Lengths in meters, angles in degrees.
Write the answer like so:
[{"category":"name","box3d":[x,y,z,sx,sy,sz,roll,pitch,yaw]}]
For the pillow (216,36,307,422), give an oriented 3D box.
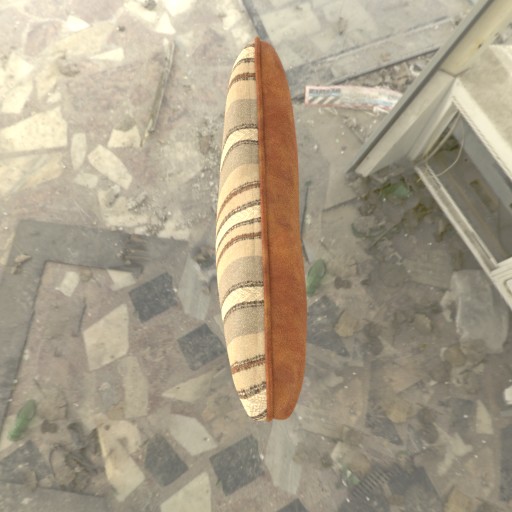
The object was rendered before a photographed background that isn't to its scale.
[{"category":"pillow","box3d":[0.000,0.000,0.745,0.130,0.490,0.489,-2,75,0]}]
